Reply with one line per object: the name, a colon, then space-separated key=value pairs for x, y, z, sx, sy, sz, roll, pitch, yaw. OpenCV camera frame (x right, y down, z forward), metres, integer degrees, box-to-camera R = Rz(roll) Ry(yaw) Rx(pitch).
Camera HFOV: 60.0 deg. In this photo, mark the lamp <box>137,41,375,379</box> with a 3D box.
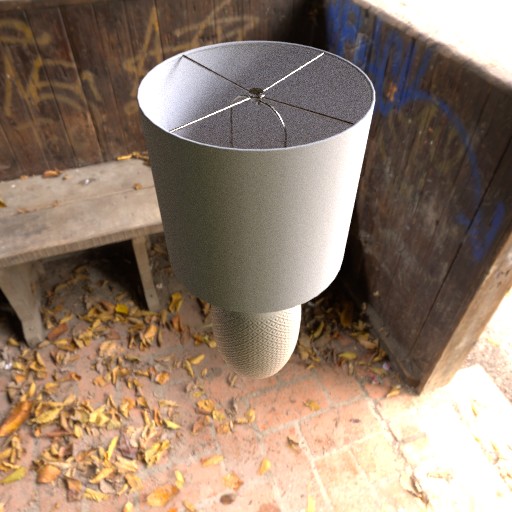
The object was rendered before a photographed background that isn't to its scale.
lamp: x=0.000 y=0.000 z=0.572 sx=0.217 sy=0.453 sz=0.217 roll=33 pitch=54 yaw=28
